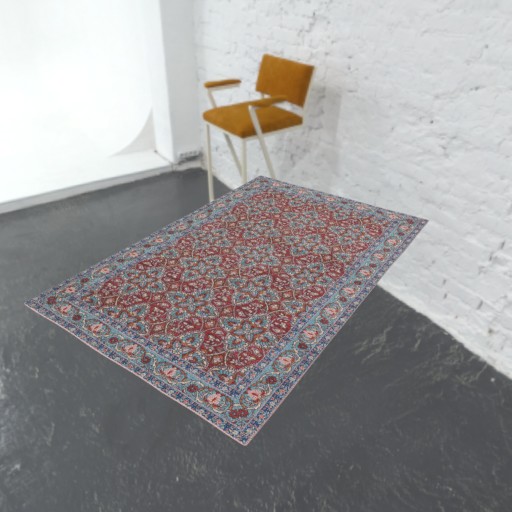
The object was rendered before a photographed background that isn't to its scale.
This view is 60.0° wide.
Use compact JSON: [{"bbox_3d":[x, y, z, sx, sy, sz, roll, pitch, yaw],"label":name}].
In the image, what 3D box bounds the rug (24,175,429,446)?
[{"bbox_3d":[0.000,0.000,2.285,1.219,0.009,1.829,21,38,29],"label":"rug"}]
